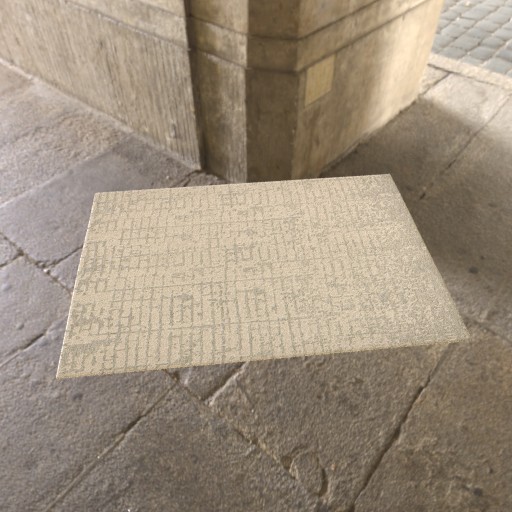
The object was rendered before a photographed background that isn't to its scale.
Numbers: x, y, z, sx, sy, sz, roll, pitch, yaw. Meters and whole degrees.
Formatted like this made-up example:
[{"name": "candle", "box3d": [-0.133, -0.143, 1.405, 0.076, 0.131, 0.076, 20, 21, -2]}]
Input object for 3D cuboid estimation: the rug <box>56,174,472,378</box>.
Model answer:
[{"name": "rug", "box3d": [0.000, 0.000, 2.328, 1.827, 0.007, 1.211, -4, 48, -4]}]
